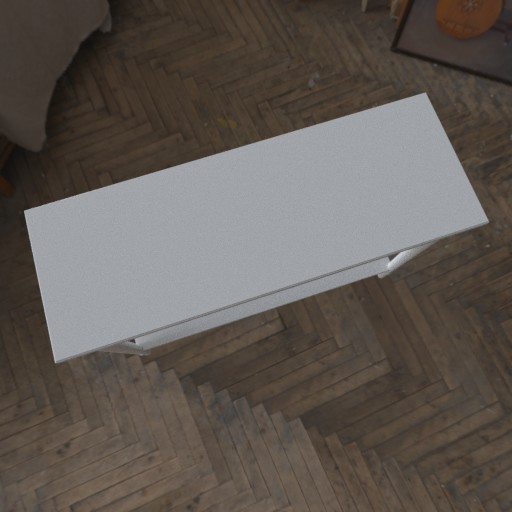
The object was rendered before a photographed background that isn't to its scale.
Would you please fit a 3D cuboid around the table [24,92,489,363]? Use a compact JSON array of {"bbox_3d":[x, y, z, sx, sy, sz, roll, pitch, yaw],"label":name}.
[{"bbox_3d":[0.000,0.000,1.436,1.067,0.749,0.381,-18,76,-5],"label":"table"}]
